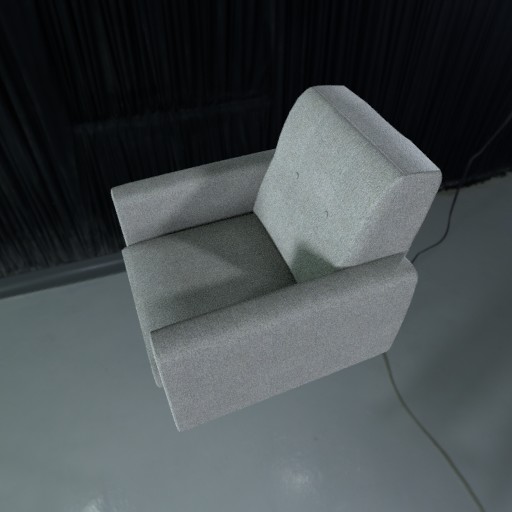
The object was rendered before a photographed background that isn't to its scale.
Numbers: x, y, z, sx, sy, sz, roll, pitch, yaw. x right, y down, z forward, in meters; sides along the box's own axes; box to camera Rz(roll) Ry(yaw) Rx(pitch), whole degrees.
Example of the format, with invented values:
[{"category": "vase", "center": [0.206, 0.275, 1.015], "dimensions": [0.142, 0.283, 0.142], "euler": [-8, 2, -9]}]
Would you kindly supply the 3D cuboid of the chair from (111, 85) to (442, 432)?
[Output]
[{"category": "chair", "center": [0.000, 0.000, 1.671], "dimensions": [0.942, 0.968, 0.845], "euler": [-16, 48, -14]}]
